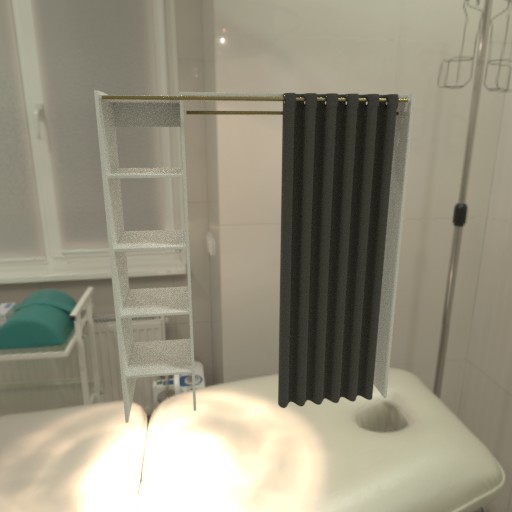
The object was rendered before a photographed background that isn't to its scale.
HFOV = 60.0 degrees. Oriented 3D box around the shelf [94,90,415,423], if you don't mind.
[{"bbox_3d":[0.000,0.000,2.647,1.600,1.810,0.500,-2,16,-8],"label":"shelf"}]
